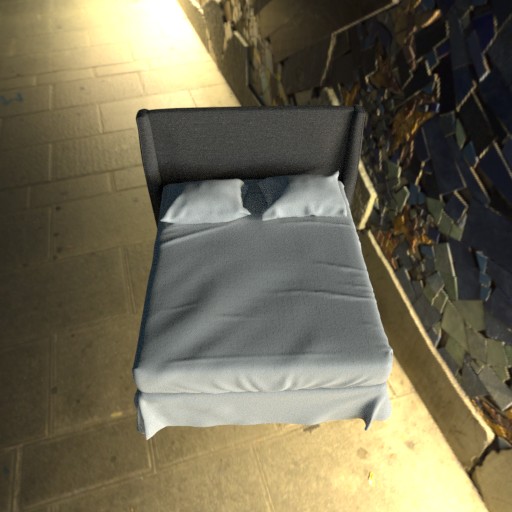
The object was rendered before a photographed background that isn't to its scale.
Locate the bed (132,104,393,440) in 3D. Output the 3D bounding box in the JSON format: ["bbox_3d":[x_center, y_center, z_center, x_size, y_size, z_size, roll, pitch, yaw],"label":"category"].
[{"bbox_3d":[0.000,0.000,3.438,1.925,1.332,2.276,-2,46,-2],"label":"bed"}]
